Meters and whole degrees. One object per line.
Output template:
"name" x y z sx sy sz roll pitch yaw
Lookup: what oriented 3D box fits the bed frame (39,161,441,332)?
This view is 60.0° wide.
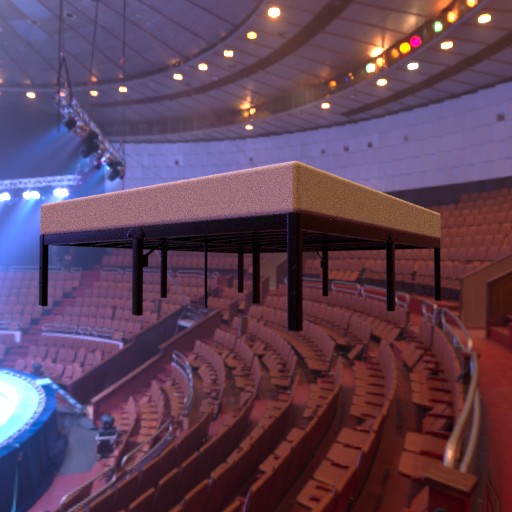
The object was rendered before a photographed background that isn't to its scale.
"bed frame" 0.000 0.000 3.098 1.963 0.659 2.079 -1 -2 37
